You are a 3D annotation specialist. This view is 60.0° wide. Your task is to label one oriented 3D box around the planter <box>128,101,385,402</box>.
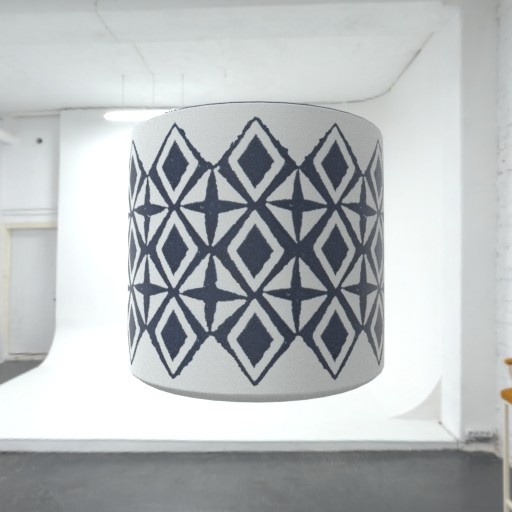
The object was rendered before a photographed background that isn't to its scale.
[{"bbox_3d":[0.000,0.000,0.327,0.182,0.165,0.182,0,-1,0],"label":"planter"}]
